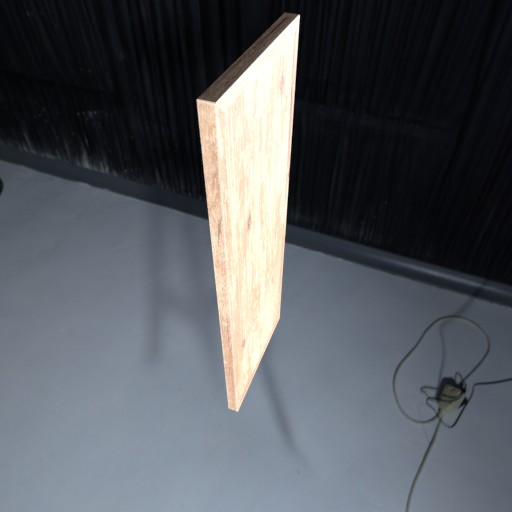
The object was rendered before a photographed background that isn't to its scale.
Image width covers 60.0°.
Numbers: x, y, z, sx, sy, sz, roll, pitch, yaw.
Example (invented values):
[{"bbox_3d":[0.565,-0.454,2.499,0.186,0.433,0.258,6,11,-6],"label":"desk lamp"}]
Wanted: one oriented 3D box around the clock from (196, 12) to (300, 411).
[{"bbox_3d":[0.000,0.000,1.064,0.030,0.965,0.361,16,49,15],"label":"clock"}]
